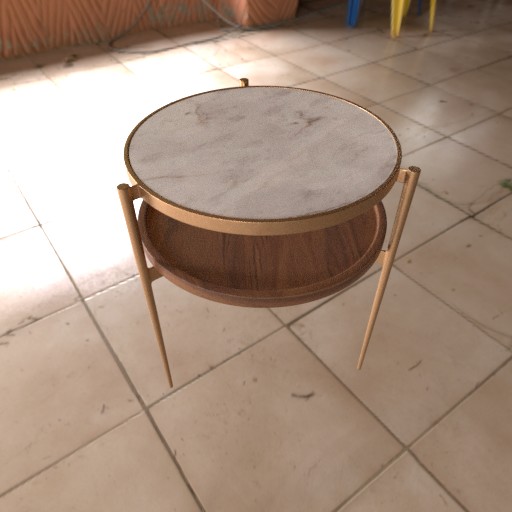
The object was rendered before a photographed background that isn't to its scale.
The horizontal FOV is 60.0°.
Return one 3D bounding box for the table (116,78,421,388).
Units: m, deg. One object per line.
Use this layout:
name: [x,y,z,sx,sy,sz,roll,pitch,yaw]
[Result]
table: [0.000,0.000,0.848,0.456,0.493,0.430,-27,49,-26]
